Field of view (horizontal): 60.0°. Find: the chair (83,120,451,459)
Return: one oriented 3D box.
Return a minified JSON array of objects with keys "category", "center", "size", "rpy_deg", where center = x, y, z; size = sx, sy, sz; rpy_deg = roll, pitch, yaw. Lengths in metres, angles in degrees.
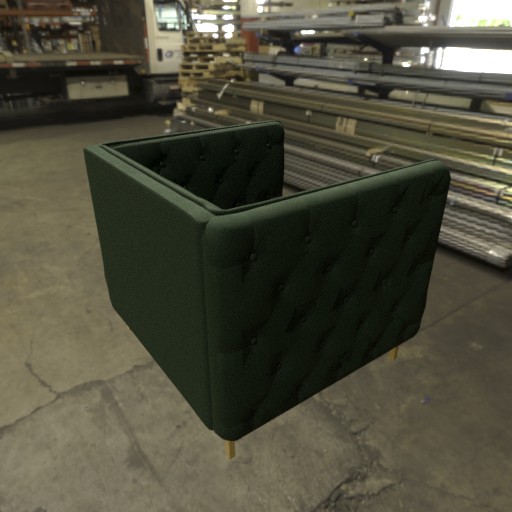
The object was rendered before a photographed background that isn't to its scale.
[{"category":"chair","center":[0.000,0.000,1.576],"size":[0.855,0.768,0.917],"rpy_deg":[-19,33,-31]}]
